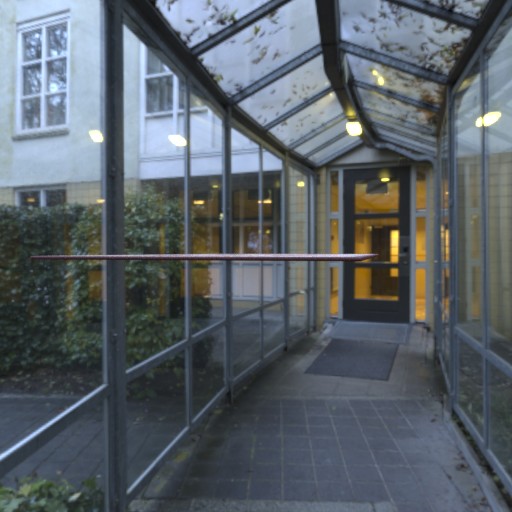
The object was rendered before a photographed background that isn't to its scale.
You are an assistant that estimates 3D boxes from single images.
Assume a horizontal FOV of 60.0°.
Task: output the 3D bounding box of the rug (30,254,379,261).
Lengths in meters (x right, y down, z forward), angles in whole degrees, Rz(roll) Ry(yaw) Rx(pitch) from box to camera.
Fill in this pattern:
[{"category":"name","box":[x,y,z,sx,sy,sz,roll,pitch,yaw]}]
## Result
[{"category":"rug","box":[0.000,0.000,5.899,3.033,0.033,4.578,0,1,17]}]
